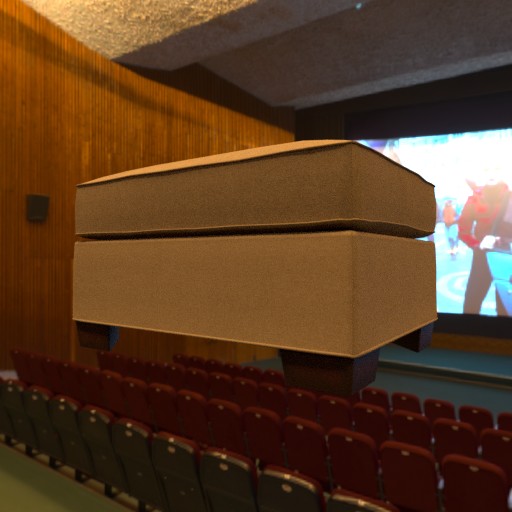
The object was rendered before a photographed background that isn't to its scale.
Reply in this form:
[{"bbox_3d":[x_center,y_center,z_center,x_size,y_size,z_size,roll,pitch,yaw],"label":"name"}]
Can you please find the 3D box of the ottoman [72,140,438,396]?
[{"bbox_3d":[0.000,0.000,1.247,0.846,0.503,0.617,0,0,35],"label":"ottoman"}]
